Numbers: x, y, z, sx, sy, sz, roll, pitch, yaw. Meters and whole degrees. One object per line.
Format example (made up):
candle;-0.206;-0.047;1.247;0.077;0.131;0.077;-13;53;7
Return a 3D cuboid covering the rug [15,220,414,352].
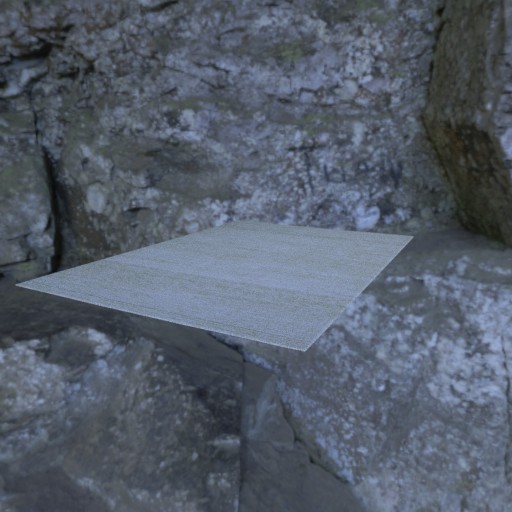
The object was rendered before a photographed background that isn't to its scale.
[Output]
rug;0.000;0.000;4.999;2.782;0.025;3.935;7;16;27
